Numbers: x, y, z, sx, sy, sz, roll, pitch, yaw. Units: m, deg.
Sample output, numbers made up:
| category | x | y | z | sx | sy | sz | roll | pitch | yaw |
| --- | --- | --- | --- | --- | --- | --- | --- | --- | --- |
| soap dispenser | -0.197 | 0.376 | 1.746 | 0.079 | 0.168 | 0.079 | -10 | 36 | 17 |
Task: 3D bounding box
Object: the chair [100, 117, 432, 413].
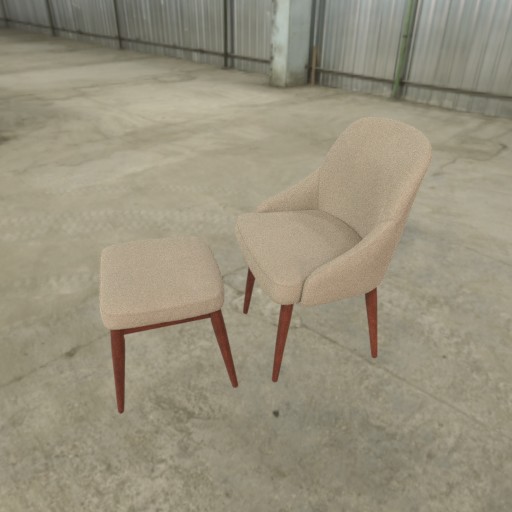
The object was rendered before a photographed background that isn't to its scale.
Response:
| category | x | y | z | sx | sy | sz | roll | pitch | yaw |
| --- | --- | --- | --- | --- | --- | --- | --- | --- | --- |
| chair | 0.000 | 0.000 | 1.616 | 1.114 | 0.866 | 0.584 | -9 | 32 | -14 |
